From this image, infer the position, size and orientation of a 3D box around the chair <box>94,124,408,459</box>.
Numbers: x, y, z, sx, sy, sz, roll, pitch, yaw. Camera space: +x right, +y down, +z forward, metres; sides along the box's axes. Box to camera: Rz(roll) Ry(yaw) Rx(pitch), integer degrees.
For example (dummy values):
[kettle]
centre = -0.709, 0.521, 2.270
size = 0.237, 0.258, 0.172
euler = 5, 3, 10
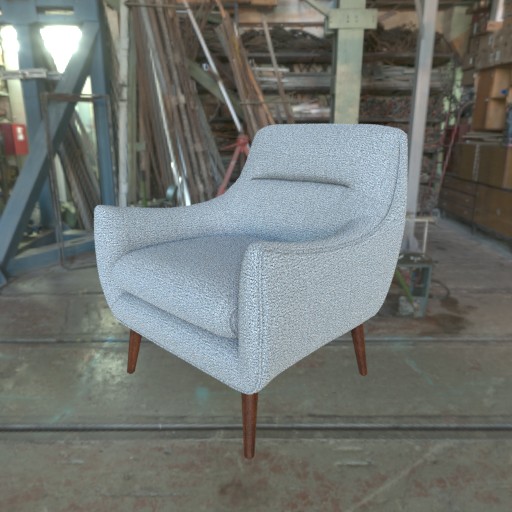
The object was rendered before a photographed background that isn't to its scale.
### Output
[chair]
centre = 0.000, 0.000, 1.463
size = 0.762, 0.838, 0.787
euler = 15, 22, 42
